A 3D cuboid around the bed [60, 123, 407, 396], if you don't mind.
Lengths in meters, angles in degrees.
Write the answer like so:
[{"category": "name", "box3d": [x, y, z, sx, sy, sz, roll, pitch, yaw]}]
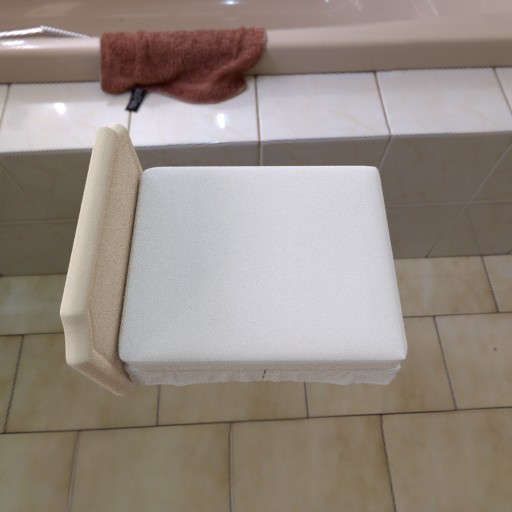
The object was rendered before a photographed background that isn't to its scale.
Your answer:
[{"category": "bed", "box3d": [0.000, 0.000, 3.319, 2.209, 1.296, 1.827, 0, 63, 0]}]
